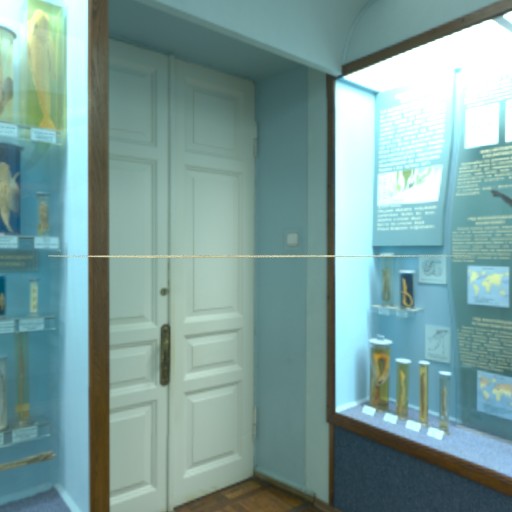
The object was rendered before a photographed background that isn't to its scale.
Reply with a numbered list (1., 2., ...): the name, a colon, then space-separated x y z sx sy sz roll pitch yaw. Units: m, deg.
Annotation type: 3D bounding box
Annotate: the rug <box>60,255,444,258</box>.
1. rug: 0.000 0.000 4.109 3.067 0.005 2.454 0 0 -37
